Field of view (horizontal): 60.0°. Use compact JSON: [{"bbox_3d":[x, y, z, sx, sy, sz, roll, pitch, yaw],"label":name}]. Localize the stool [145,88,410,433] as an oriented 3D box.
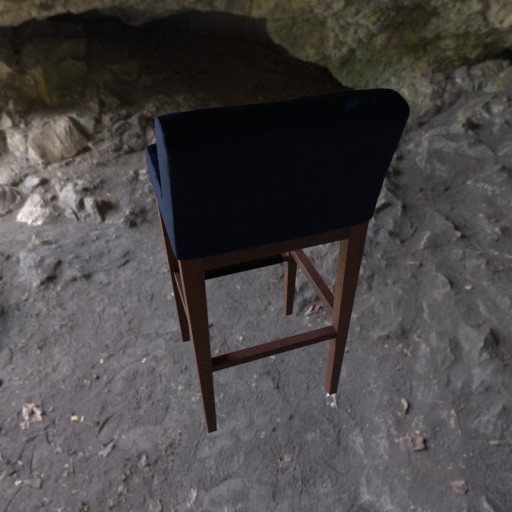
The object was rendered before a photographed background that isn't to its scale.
[{"bbox_3d":[0.000,0.000,1.307,0.511,1.037,0.500,-12,40,-15],"label":"stool"}]
